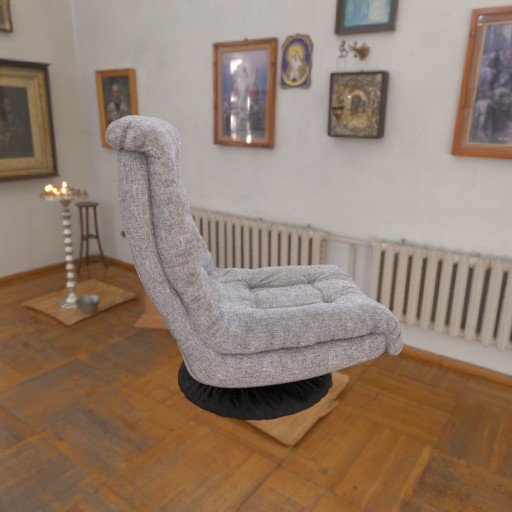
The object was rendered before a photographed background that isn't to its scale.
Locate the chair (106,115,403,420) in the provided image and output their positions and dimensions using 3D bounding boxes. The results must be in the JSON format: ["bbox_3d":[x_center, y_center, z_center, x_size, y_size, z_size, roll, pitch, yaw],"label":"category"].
[{"bbox_3d":[0.000,0.000,0.998,0.583,0.600,0.400,-2,16,-8],"label":"chair"}]
